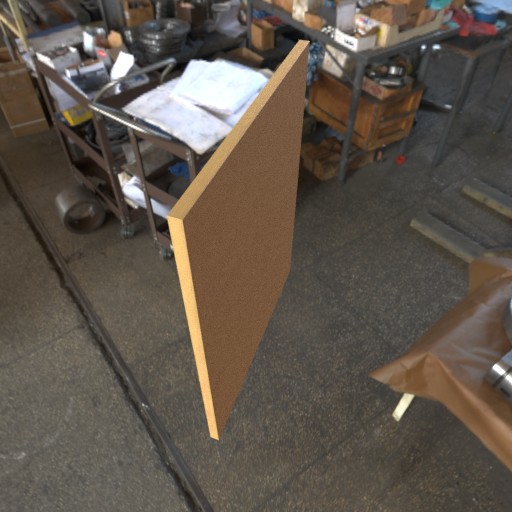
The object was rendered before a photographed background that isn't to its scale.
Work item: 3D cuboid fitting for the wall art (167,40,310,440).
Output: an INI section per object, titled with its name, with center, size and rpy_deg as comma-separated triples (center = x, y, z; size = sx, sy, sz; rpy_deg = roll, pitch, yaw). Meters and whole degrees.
[wall art]
center = 0.000, 0.000, 1.378
size = 0.030, 1.002, 0.798
rpy_deg = 15, 49, 14
